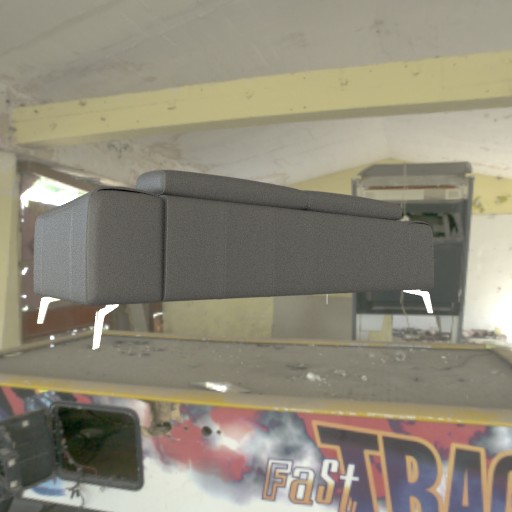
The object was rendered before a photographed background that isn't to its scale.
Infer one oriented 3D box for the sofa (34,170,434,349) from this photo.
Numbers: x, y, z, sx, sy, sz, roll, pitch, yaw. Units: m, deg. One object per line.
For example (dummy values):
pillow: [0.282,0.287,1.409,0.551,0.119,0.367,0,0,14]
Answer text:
sofa: [0.000,0.000,2.734,2.321,0.759,1.023,1,-2,-37]
